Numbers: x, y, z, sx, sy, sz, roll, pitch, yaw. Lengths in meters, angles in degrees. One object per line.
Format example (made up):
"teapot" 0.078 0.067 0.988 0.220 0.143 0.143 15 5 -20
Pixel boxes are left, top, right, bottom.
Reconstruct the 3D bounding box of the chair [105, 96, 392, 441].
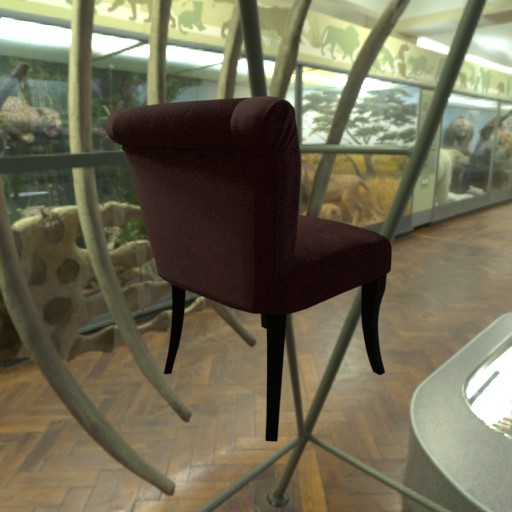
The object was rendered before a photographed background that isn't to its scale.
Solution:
"chair" 0.000 0.000 1.186 0.582 0.750 0.605 14 21 43
